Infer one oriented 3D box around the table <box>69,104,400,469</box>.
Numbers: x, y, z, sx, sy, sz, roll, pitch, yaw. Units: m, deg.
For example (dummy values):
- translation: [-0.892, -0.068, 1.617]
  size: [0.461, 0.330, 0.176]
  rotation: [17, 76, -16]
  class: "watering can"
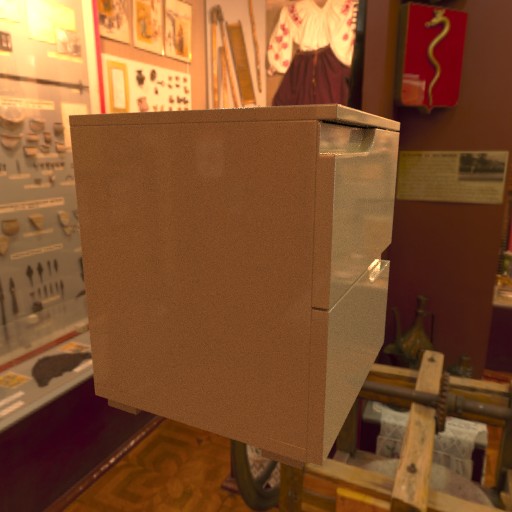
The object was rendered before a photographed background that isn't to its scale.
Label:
- translation: [0.000, 0.000, 0.796]
  size: [0.400, 0.470, 0.420]
  rotation: [7, 15, 25]
  class: "table"
